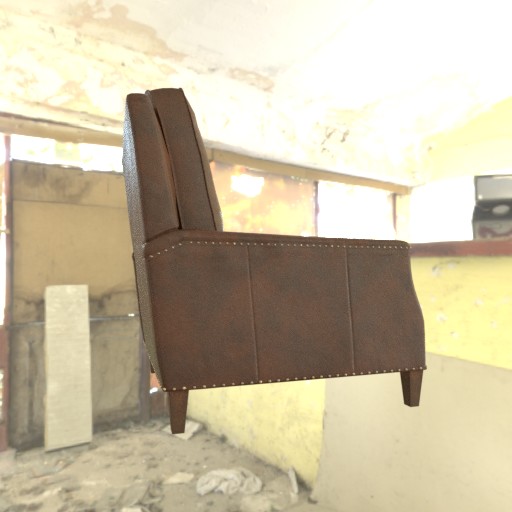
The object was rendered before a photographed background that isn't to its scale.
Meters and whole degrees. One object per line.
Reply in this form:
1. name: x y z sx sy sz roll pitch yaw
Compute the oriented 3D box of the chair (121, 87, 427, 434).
1. chair: 0.000 0.000 1.789 1.035 1.054 0.854 0 -1 -18
